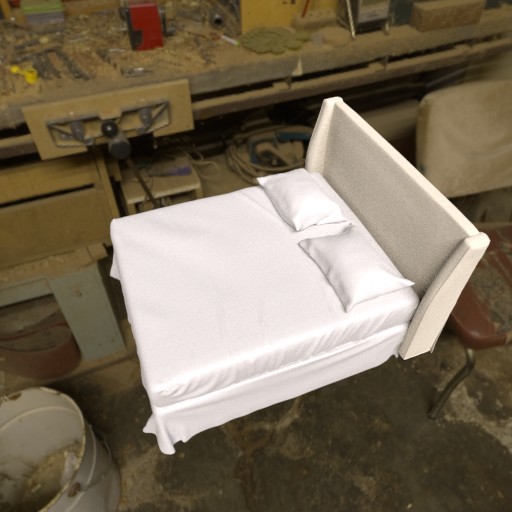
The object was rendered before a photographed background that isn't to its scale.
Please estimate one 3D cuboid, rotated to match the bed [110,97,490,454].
[{"bbox_3d":[0.000,0.000,3.410,2.276,1.332,1.925,-16,49,-14],"label":"bed"}]
